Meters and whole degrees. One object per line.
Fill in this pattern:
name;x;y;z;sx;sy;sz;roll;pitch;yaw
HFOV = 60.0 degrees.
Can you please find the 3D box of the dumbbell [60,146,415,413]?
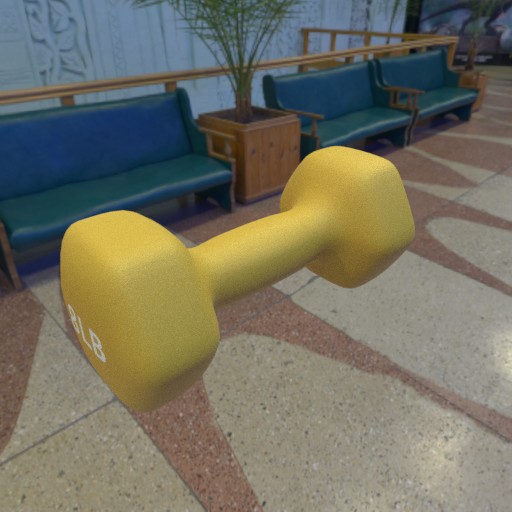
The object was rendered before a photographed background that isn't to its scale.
dumbbell;0.000;0.000;0.238;0.190;0.082;0.090;-23;38;-34
